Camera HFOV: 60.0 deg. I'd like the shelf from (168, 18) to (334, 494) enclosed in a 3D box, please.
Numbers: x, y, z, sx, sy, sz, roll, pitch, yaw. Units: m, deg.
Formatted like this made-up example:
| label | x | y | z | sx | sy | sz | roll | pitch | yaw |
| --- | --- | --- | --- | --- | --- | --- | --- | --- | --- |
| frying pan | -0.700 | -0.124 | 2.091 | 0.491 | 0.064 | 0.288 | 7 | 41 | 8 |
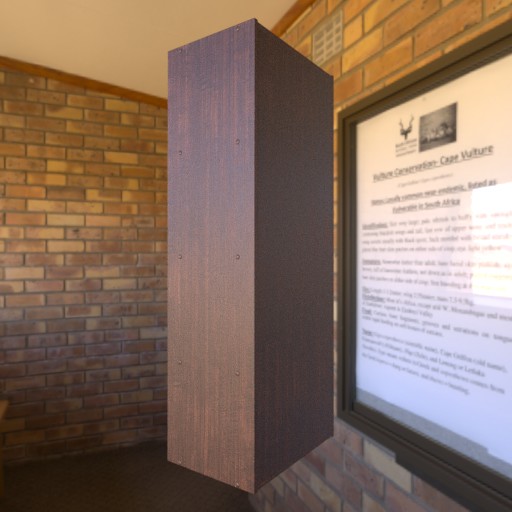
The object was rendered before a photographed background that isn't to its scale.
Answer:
| label | x | y | z | sx | sy | sz | roll | pitch | yaw |
| --- | --- | --- | --- | --- | --- | --- | --- | --- | --- |
| shelf | 0.000 | 0.000 | 1.272 | 0.290 | 1.099 | 0.415 | 0 | 0 | 36 |
